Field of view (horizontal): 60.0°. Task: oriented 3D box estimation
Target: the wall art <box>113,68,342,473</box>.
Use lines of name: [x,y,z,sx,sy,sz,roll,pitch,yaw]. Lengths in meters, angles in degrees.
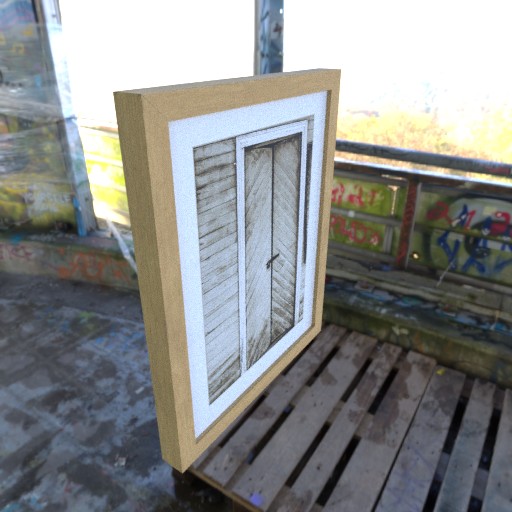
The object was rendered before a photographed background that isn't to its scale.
wall art: [0.000,0.000,0.507,0.030,0.380,0.312,17,31,31]
